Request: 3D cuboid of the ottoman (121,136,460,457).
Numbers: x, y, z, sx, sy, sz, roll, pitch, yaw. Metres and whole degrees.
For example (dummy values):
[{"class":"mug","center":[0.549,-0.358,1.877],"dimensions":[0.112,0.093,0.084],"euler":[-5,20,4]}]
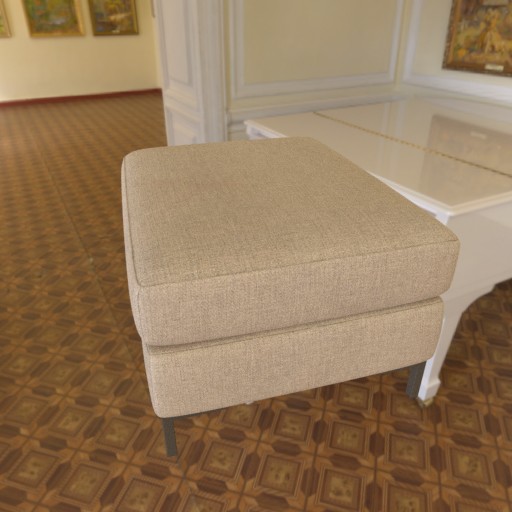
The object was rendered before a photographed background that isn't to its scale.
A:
[{"class":"ottoman","center":[0.000,0.000,1.230],"dimensions":[0.671,0.490,0.820],"euler":[-8,31,-14]}]
